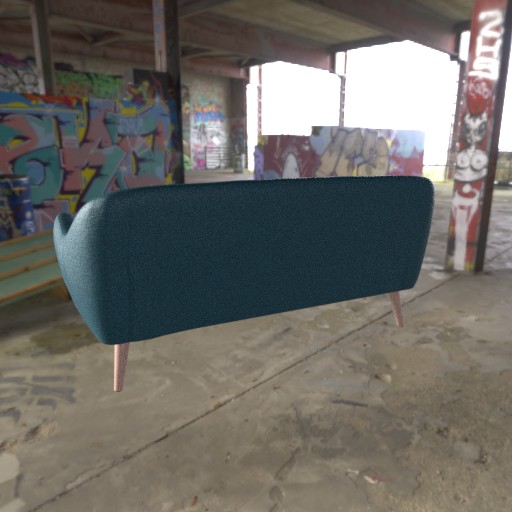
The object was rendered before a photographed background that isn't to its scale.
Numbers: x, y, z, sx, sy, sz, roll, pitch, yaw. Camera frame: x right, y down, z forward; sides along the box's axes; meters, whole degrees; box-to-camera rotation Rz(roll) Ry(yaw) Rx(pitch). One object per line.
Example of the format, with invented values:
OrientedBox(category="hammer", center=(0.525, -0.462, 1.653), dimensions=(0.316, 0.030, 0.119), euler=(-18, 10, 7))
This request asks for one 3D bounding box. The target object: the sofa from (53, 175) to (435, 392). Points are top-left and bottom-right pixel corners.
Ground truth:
OrientedBox(category="sofa", center=(0.000, 0.000, 2.251), dimensions=(1.840, 0.836, 0.820), euler=(-7, 16, -25))
